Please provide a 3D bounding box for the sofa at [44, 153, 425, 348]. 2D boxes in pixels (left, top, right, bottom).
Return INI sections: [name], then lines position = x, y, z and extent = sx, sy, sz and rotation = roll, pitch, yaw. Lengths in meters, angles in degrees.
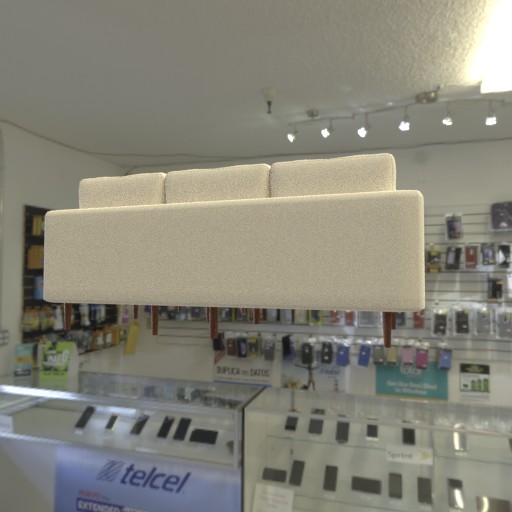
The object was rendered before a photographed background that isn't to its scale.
[sofa]
position = 0.000, 0.000, 2.912
extent = 2.029, 0.899, 1.580
rotation = -1, -2, 19
